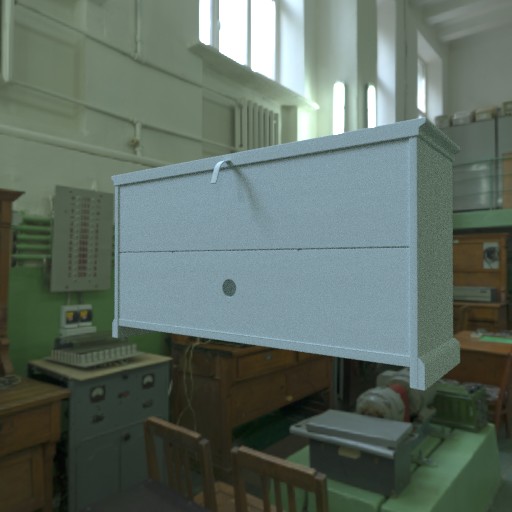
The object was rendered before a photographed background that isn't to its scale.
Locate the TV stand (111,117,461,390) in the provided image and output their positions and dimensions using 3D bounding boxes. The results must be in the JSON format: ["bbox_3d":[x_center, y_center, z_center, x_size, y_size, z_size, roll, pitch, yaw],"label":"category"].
[{"bbox_3d":[0.000,0.000,1.479,1.187,0.624,0.424,0,-1,37],"label":"TV stand"}]
